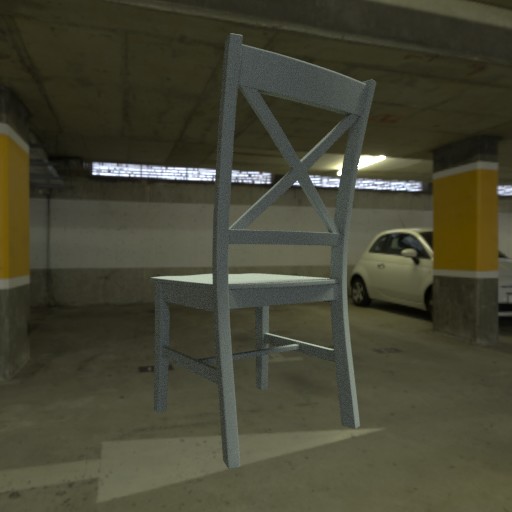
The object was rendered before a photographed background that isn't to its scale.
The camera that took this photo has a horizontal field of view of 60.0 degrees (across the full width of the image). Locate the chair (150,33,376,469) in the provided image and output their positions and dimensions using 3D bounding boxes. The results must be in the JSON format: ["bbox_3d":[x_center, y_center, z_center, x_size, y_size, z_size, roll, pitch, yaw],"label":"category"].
[{"bbox_3d":[0.000,0.000,1.317,0.485,0.983,0.542,0,0,-35],"label":"chair"}]
